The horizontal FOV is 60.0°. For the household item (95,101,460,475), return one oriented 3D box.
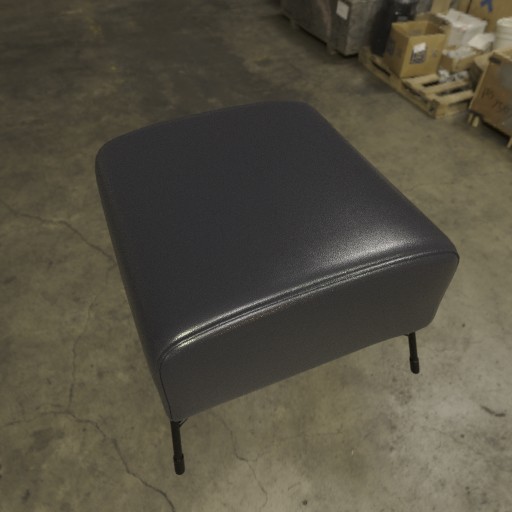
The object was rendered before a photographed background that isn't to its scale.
[{"bbox_3d":[0.000,0.000,0.879,0.530,0.410,0.530,-17,49,-16],"label":"household item"}]
